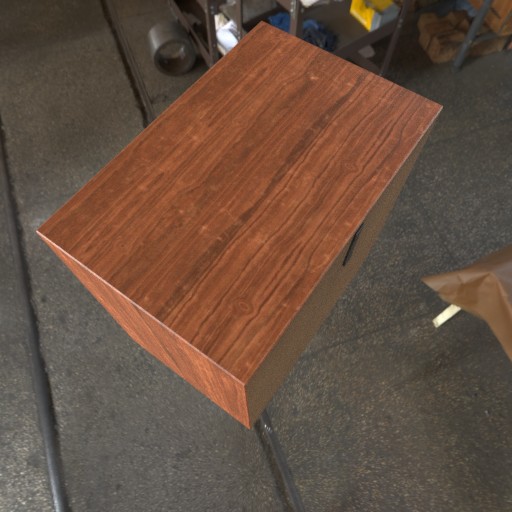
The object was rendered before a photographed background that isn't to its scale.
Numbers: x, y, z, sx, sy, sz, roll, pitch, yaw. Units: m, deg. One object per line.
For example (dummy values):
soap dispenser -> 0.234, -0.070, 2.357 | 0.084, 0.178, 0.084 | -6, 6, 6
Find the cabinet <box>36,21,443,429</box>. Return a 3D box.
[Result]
cabinet -> 0.000, 0.000, 1.053 | 0.410, 0.695, 0.607 | 33, 68, 15
